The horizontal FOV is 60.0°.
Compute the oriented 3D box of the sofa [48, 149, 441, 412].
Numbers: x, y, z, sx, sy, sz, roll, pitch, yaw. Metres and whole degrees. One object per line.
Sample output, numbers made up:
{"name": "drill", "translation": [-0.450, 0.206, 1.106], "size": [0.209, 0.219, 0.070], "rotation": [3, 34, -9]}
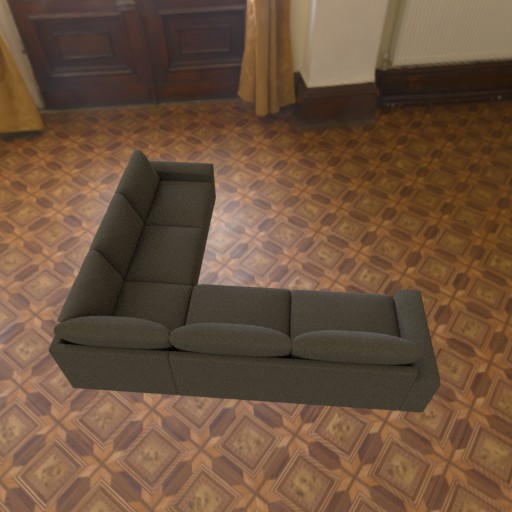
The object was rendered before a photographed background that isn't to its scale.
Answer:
{"name": "sofa", "translation": [0.000, 0.000, 4.796], "size": [3.277, 0.965, 2.895], "rotation": [3, 47, 3]}
